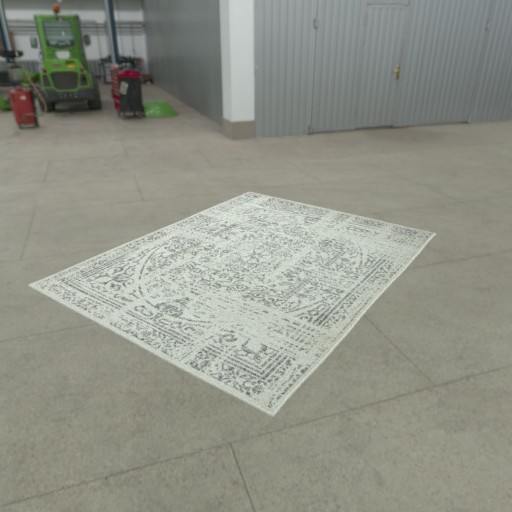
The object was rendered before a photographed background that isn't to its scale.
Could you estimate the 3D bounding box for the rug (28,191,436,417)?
[{"bbox_3d":[0.000,0.000,3.917,2.311,0.032,2.921,17,31,32],"label":"rug"}]
